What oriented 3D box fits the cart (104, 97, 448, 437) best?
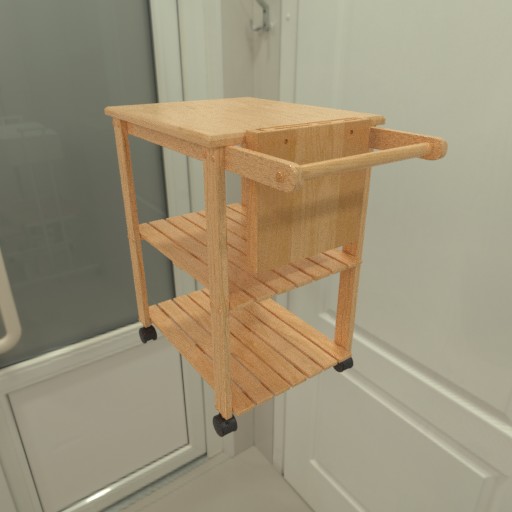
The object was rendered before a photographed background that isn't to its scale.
[{"bbox_3d":[0.000,0.000,1.314,0.520,0.816,0.843,-17,30,-32],"label":"cart"}]
